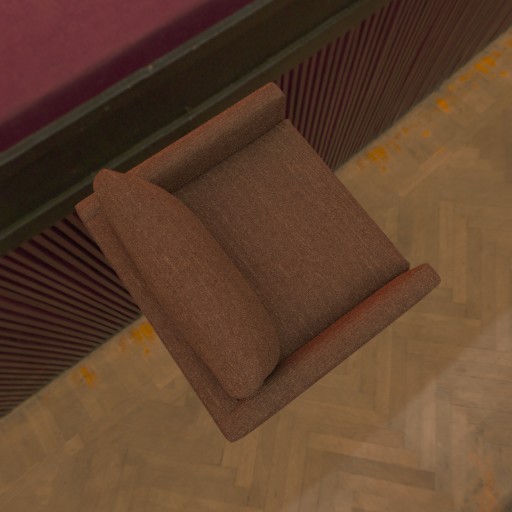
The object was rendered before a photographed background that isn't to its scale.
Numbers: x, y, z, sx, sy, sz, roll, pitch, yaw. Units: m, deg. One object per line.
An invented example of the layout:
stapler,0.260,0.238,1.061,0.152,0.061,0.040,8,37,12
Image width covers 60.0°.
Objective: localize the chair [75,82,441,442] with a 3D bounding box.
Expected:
chair,0.000,0.000,1.613,0.845,0.841,0.940,-35,78,-9
